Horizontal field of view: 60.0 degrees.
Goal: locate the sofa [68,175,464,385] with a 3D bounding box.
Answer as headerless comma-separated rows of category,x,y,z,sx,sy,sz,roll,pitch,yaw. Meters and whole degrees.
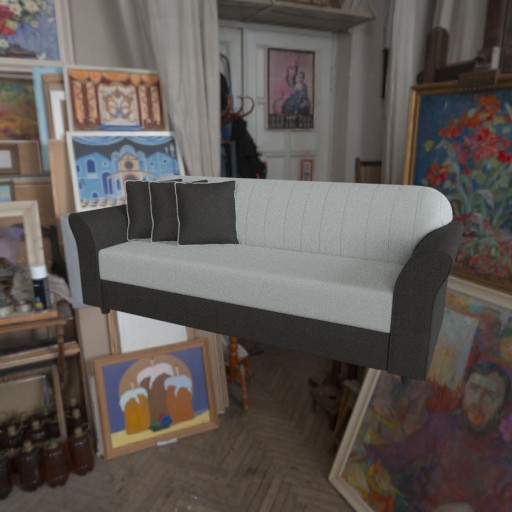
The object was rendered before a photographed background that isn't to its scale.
sofa,0.000,0.000,2.427,2.001,0.787,0.755,7,16,26
